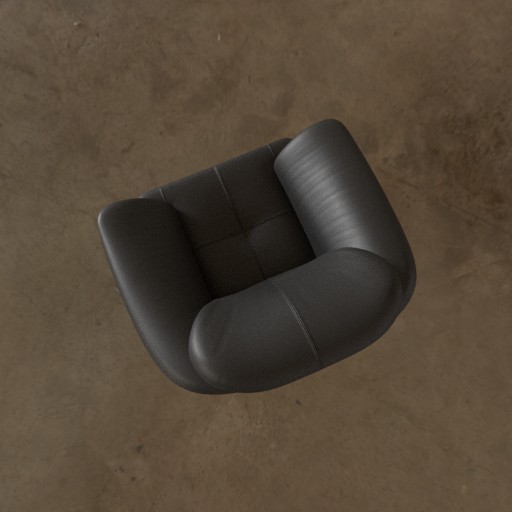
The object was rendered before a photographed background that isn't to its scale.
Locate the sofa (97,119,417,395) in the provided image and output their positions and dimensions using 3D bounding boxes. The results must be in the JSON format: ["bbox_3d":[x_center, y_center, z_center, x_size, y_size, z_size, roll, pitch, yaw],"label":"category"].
[{"bbox_3d":[0.000,0.000,1.501,0.870,0.811,0.794,-23,78,-5],"label":"sofa"}]
